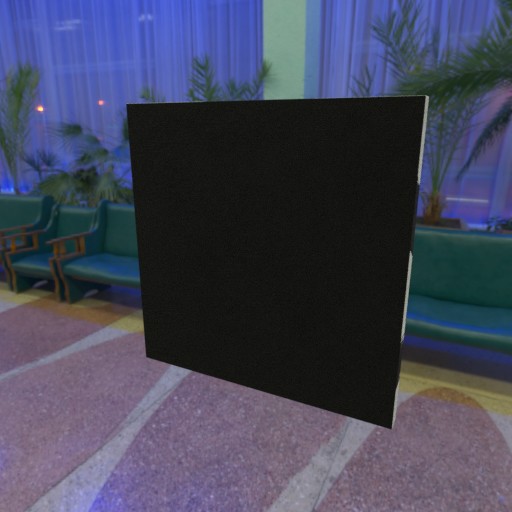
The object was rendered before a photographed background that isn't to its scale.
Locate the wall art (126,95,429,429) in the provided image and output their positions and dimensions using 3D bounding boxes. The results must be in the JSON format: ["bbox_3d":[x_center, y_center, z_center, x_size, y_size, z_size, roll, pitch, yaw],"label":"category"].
[{"bbox_3d":[0.000,0.000,1.154,0.765,0.765,0.046,8,18,26],"label":"wall art"}]
